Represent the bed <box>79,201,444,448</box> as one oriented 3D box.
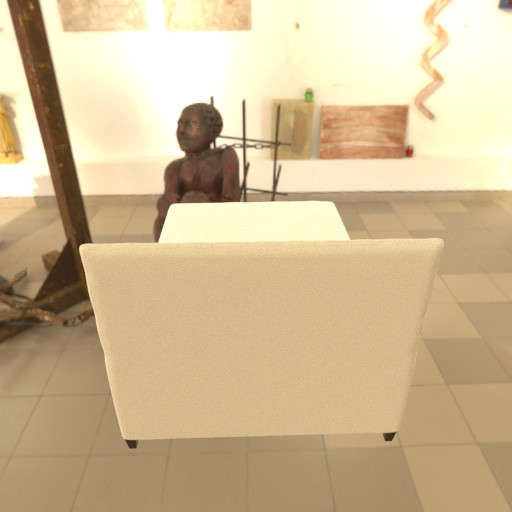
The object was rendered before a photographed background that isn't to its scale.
[{"bbox_3d":[0.000,0.000,3.316,1.696,1.426,2.233,-1,31,-2],"label":"bed"}]
